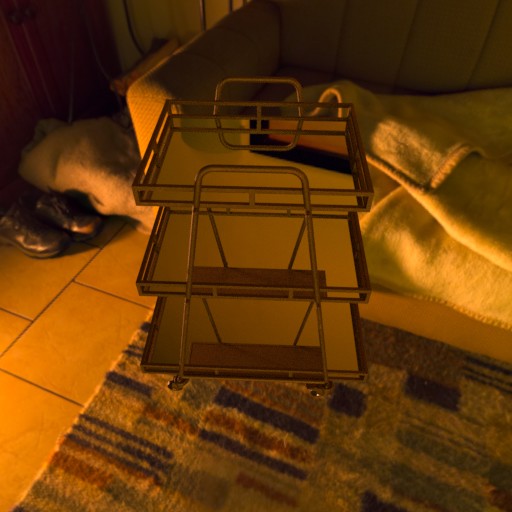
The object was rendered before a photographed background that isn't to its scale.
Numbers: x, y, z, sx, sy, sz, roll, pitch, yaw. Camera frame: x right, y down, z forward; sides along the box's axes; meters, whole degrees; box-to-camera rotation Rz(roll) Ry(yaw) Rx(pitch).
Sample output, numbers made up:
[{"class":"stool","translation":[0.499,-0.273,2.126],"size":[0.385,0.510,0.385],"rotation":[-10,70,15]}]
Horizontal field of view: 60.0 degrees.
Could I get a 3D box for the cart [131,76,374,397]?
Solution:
[{"class":"cart","translation":[0.000,0.000,1.290],"size":[0.711,0.883,0.441],"rotation":[2,45,2]}]
